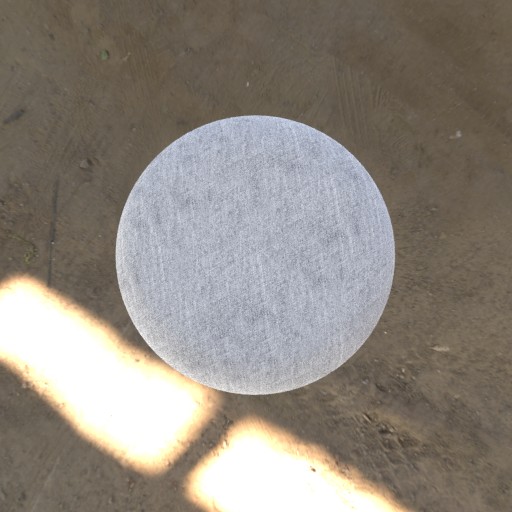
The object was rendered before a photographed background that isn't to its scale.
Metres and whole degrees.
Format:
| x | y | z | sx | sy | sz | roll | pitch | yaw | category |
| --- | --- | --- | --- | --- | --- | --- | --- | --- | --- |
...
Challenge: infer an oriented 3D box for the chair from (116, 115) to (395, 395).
| x | y | z | sx | sy | sz | roll | pitch | yaw | category |
| --- | --- | --- | --- | --- | --- | --- | --- | --- | --- |
| 0.000 | 0.000 | 0.651 | 0.350 | 0.386 | 0.350 | 0 | 90 | 0 | chair |
